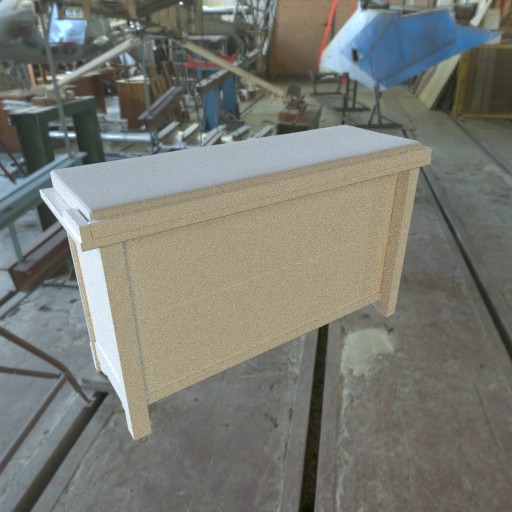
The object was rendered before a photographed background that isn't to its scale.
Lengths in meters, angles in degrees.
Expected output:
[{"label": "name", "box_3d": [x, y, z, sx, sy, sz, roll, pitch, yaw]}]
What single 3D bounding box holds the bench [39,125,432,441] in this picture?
[{"label": "bench", "box_3d": [0.000, 0.000, 1.268, 0.987, 0.589, 0.346, -18, 32, -30]}]
